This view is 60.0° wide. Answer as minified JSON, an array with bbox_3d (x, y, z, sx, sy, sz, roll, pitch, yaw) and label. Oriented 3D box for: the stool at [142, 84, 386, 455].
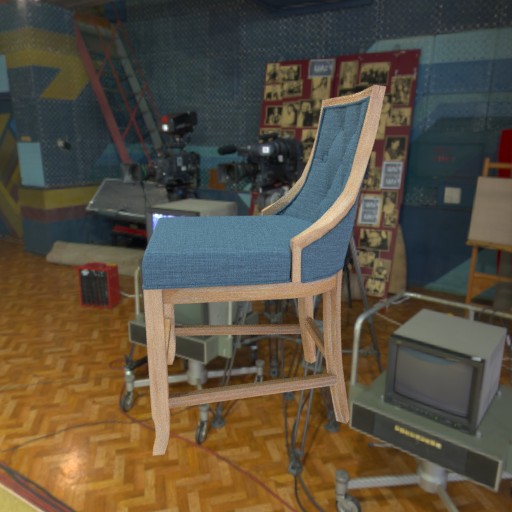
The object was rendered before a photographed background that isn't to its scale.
[{"bbox_3d":[0.000,0.000,1.345,0.626,0.938,0.524,-2,15,-8],"label":"stool"}]
